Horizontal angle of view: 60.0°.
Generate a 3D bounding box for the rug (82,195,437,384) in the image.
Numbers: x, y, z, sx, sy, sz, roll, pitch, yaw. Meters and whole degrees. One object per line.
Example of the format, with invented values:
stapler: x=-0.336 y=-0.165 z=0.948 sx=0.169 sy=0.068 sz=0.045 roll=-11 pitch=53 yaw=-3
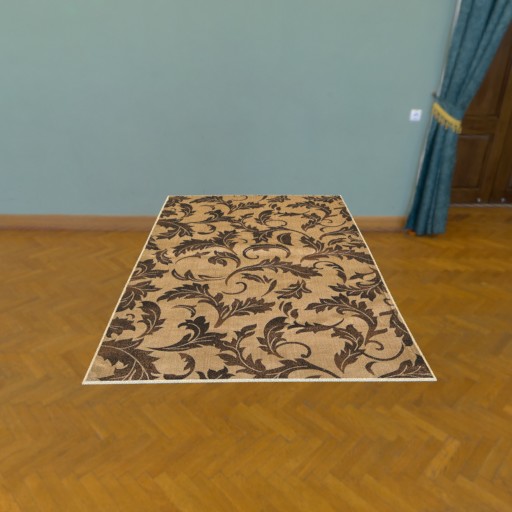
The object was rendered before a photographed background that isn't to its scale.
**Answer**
rug: x=0.000 y=0.000 z=2.888 sx=1.522 sy=0.008 sz=2.284 roll=0 pitch=28 yaw=-1
